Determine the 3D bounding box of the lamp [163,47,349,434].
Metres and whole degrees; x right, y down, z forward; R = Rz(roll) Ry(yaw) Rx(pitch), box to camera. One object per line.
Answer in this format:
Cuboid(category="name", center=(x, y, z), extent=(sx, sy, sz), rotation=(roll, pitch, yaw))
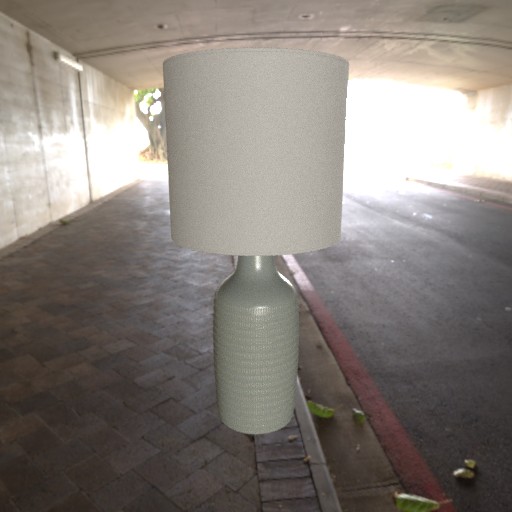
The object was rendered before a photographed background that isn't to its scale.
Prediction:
Cuboid(category="lamp", center=(0.000, 0.000, 0.595), extent=(0.220, 0.475, 0.220), rotation=(8, 17, 27))
